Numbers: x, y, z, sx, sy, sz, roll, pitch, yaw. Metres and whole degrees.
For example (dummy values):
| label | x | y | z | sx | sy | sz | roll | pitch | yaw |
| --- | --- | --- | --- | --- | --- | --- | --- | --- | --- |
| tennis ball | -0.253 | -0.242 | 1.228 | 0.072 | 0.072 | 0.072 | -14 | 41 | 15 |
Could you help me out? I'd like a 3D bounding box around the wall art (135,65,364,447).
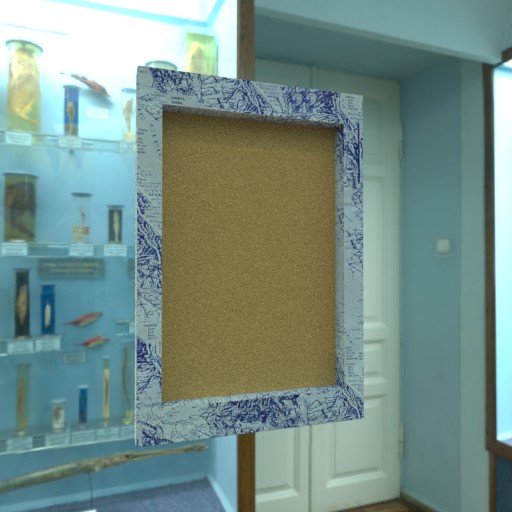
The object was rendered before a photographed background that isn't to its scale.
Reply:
| label | x | y | z | sx | sy | sz | roll | pitch | yaw |
| --- | --- | --- | --- | --- | --- | --- | --- | --- | --- |
| wall art | 0.000 | 0.000 | 0.487 | 0.255 | 0.376 | 0.025 | 0 | -1 | -18 |
